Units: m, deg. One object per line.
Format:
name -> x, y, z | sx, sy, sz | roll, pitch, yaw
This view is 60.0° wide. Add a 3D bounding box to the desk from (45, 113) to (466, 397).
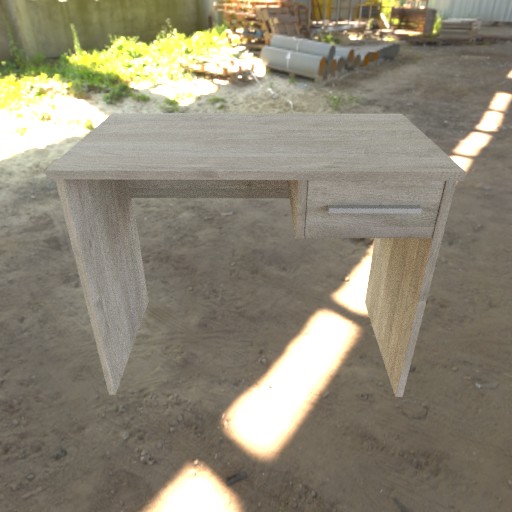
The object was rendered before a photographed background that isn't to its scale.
desk -> 0.000, 0.000, 1.340 | 0.893, 0.724, 0.498 | 0, 31, 0
